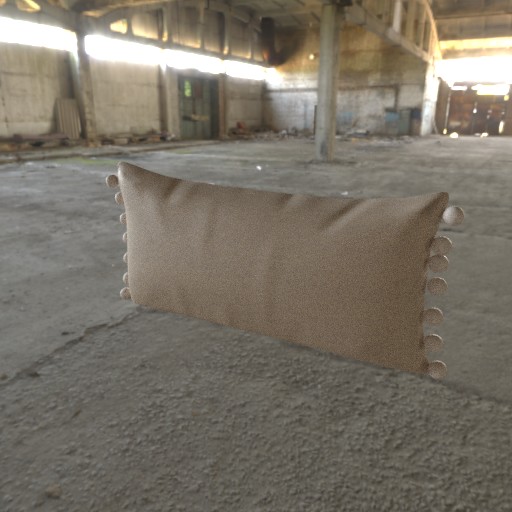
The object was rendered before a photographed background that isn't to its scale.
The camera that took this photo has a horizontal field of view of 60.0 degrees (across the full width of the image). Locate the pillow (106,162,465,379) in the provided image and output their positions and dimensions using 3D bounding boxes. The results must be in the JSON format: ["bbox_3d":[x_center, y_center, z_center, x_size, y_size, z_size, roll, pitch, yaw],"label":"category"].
[{"bbox_3d":[0.000,0.000,0.840,0.709,0.322,0.201,9,20,27],"label":"pillow"}]
